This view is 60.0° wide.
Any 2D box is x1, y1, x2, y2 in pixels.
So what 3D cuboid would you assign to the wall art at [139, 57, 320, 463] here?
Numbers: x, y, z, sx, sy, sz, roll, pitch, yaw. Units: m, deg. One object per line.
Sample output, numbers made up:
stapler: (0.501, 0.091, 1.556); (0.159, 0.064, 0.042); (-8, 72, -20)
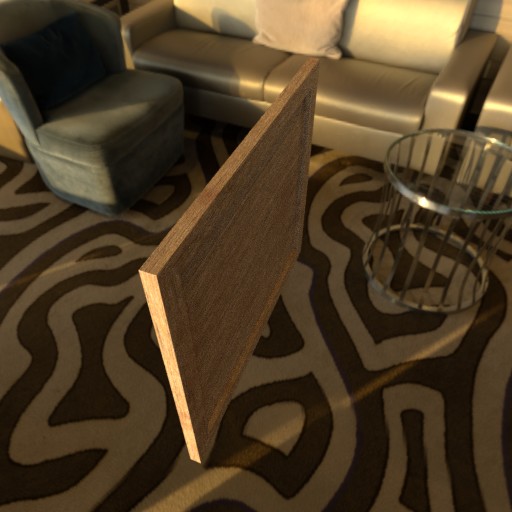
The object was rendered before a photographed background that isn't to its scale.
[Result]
wall art: (0.000, 0.000, 0.956); (0.026, 0.588, 0.690); (16, 47, 15)
